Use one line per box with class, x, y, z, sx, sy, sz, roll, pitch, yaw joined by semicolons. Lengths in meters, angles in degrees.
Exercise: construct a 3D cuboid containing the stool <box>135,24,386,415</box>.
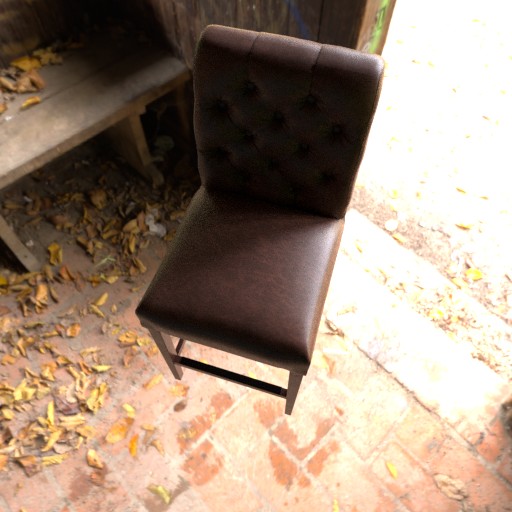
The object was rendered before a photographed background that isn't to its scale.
stool;0.000;0.000;1.380;0.486;1.084;0.660;15;60;9
